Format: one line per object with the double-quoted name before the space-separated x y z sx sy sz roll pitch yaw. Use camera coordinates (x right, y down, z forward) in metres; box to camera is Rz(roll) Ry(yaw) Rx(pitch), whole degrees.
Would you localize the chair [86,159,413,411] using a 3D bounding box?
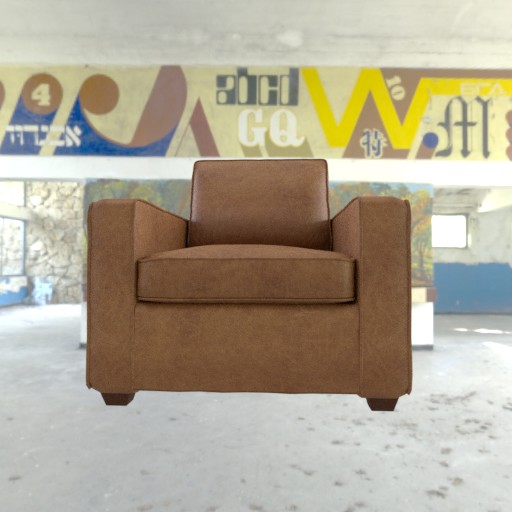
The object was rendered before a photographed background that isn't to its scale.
"chair" 0.000 0.000 1.741 0.987 0.901 1.027 0 -1 1
